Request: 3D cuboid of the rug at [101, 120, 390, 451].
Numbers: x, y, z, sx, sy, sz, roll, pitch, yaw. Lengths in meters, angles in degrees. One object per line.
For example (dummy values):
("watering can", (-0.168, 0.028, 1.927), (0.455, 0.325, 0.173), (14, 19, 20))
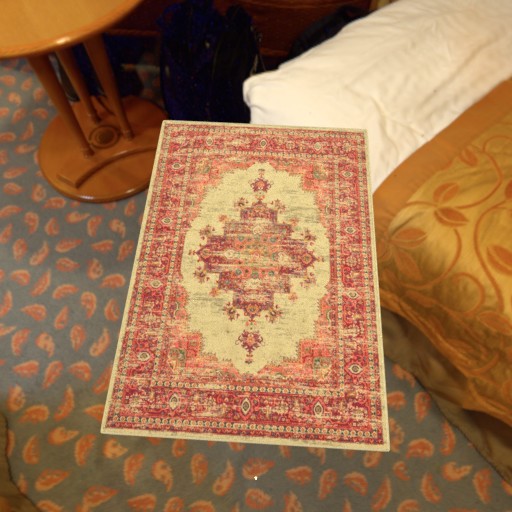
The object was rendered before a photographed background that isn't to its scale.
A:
("rug", (0.000, 0.000, 3.693), (2.005, 0.014, 2.878), (3, 63, 1))
